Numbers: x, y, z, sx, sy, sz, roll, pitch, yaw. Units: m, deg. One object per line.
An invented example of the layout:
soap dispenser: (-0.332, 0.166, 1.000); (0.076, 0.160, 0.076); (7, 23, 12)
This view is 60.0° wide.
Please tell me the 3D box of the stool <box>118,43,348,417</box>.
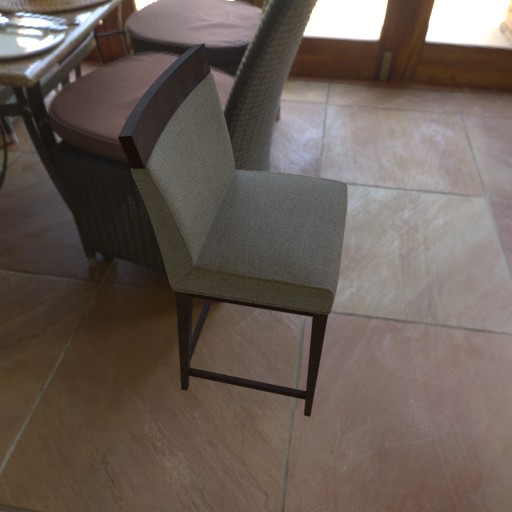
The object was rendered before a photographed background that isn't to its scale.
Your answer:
stool: (0.000, 0.000, 1.444); (0.531, 1.117, 0.511); (9, 47, 9)
